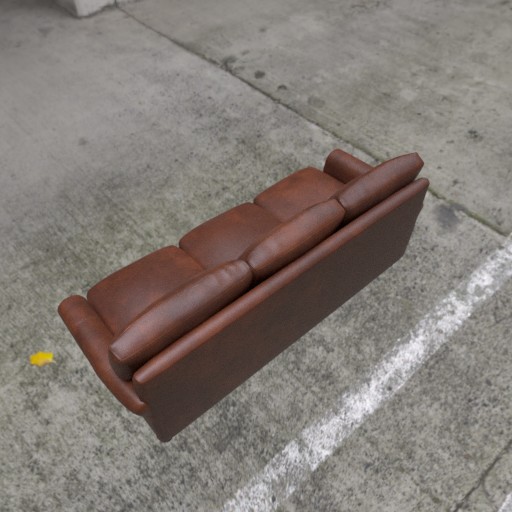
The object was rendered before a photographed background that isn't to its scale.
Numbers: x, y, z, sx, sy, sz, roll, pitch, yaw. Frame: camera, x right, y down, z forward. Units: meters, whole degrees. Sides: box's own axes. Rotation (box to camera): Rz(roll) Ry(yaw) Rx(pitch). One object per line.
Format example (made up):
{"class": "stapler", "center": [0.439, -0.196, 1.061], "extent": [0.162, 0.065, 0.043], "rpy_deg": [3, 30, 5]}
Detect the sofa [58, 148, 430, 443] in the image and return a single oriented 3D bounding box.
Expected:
{"class": "sofa", "center": [0.000, 0.000, 2.867], "extent": [2.351, 0.977, 0.973], "rpy_deg": [-32, 55, -26]}
